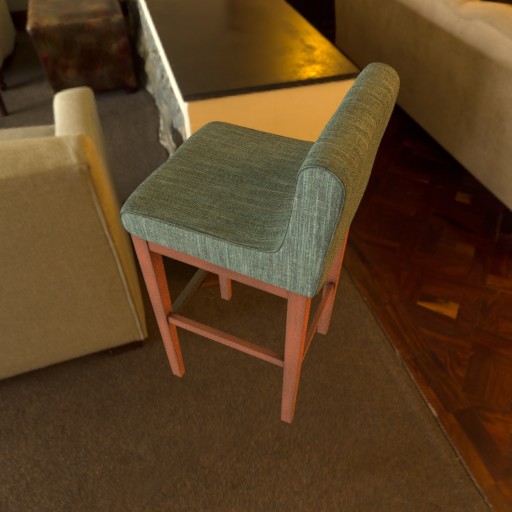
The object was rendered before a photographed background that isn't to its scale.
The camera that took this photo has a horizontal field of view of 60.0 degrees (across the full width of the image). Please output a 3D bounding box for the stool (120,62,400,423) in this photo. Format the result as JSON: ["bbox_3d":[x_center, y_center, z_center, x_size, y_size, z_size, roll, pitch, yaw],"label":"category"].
[{"bbox_3d":[0.000,0.000,1.201,0.499,0.965,0.426,18,48,16],"label":"stool"}]
